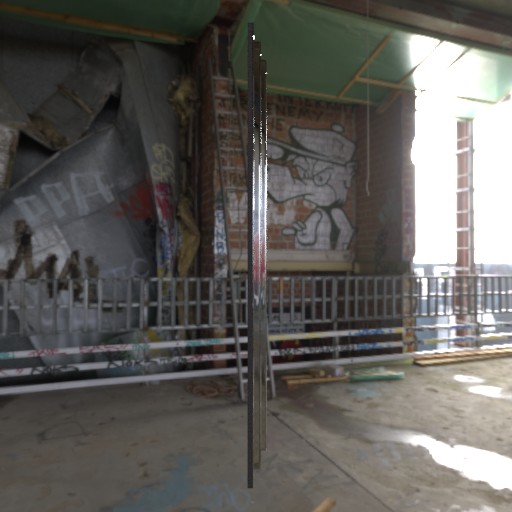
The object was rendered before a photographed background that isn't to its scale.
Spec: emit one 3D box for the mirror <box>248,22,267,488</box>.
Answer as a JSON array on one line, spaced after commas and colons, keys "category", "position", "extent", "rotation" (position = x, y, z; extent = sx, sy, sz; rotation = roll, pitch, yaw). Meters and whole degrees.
[{"category": "mirror", "position": [0.000, 0.000, 1.174], "extent": [0.039, 0.914, 0.613], "rotation": [0, -1, -1]}]
